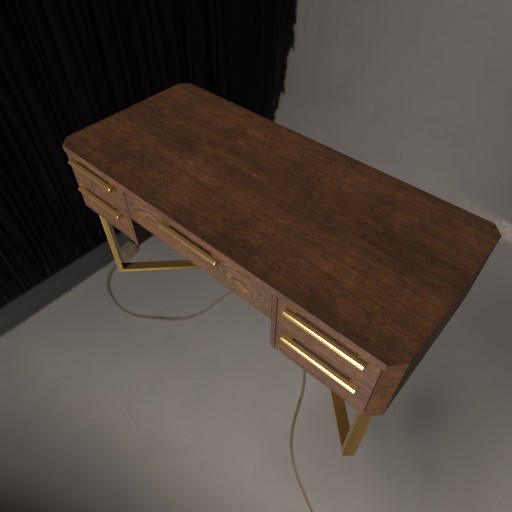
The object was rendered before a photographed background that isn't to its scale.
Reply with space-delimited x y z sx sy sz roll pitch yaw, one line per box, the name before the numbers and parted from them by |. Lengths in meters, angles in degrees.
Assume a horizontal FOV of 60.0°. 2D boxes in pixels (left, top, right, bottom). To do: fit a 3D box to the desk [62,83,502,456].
desk | 0.000 0.000 1.819 1.479 0.762 0.684 33 56 27
